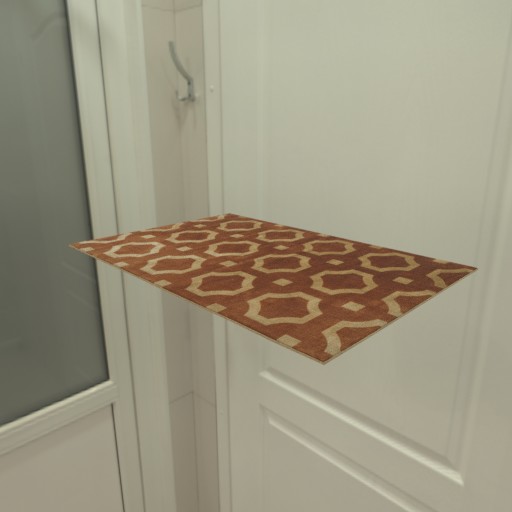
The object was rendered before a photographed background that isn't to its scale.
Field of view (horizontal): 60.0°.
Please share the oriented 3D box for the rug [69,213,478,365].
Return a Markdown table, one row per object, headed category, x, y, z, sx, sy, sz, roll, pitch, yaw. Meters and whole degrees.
| category | x | y | z | sx | sy | sz | roll | pitch | yaw |
| --- | --- | --- | --- | --- | --- | --- | --- | --- | --- |
| rug | 0.000 | 0.000 | 2.951 | 1.555 | 0.016 | 2.286 | -16 | 24 | -42 |
